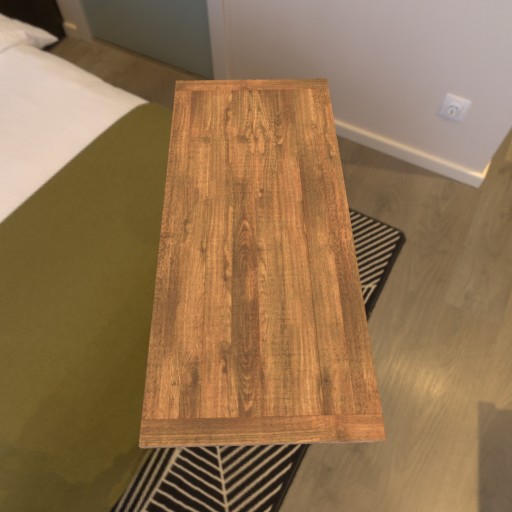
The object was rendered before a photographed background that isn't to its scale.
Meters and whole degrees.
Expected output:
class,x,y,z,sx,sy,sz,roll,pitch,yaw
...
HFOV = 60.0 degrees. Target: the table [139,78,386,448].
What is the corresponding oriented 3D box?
class,x,y,z,sx,sy,sz,roll,pitch,yaw
table,0.000,0.000,2.454,0.907,0.733,2.031,-1,59,-1
